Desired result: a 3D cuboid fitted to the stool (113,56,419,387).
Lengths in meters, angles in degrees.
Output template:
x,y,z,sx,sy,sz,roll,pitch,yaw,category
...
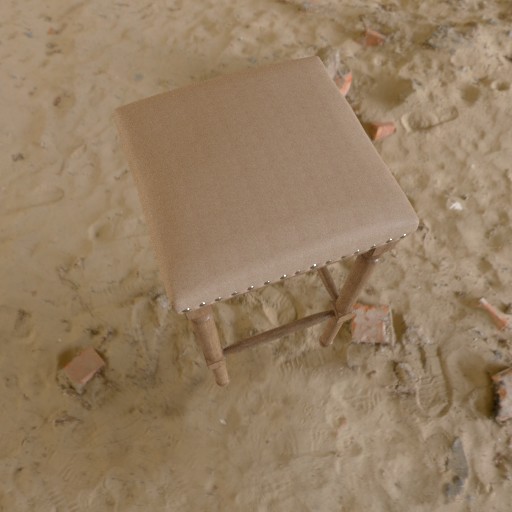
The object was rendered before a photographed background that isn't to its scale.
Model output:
x,y,z,sx,sy,sz,roll,pitch,yaw,category
0.000,0.000,0.997,0.383,0.768,0.382,-18,65,-9,stool
